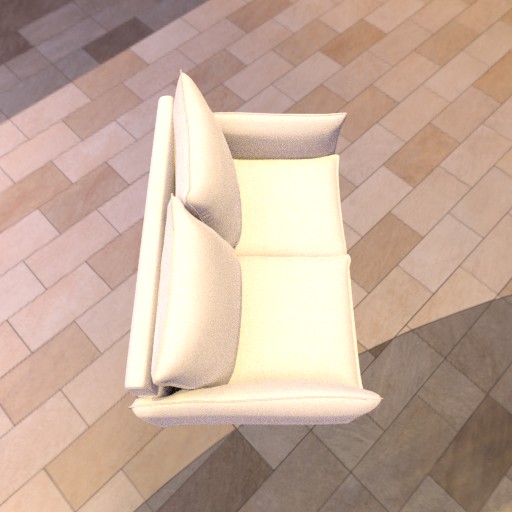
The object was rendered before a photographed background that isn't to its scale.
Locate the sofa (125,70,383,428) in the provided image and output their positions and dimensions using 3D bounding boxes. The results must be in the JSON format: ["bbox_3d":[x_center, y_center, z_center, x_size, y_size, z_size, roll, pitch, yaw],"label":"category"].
[{"bbox_3d":[0.000,0.000,1.841,0.820,0.840,1.300,0,64,0],"label":"sofa"}]
